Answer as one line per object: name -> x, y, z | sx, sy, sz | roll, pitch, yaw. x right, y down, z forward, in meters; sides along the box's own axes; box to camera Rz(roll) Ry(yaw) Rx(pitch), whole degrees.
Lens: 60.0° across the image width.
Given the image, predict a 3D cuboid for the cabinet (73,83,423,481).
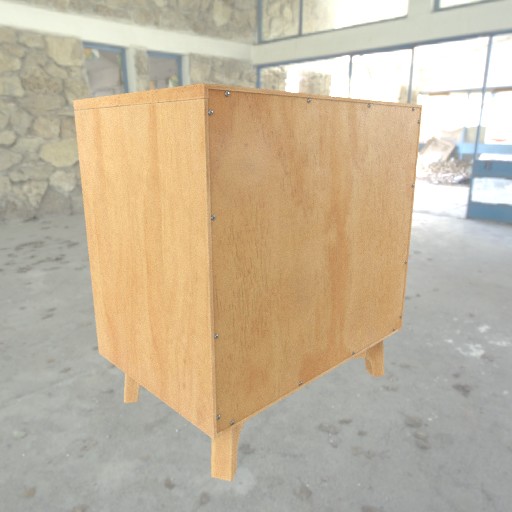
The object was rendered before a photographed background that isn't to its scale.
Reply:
cabinet -> 0.000, 0.000, 0.917 | 0.551, 0.599, 0.394 | -14, 21, -42
